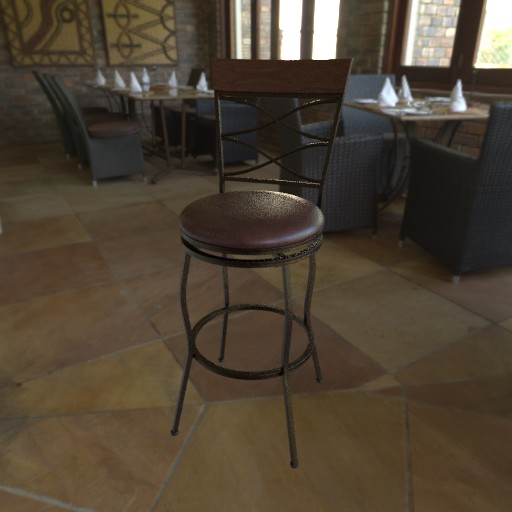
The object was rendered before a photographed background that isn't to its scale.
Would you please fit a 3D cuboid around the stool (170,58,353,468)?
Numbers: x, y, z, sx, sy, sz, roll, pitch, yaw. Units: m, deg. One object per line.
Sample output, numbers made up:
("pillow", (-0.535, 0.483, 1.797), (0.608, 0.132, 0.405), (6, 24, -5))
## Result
("stool", (0.000, 0.000, 1.386), (0.448, 1.130, 0.513), (8, 25, 17))
